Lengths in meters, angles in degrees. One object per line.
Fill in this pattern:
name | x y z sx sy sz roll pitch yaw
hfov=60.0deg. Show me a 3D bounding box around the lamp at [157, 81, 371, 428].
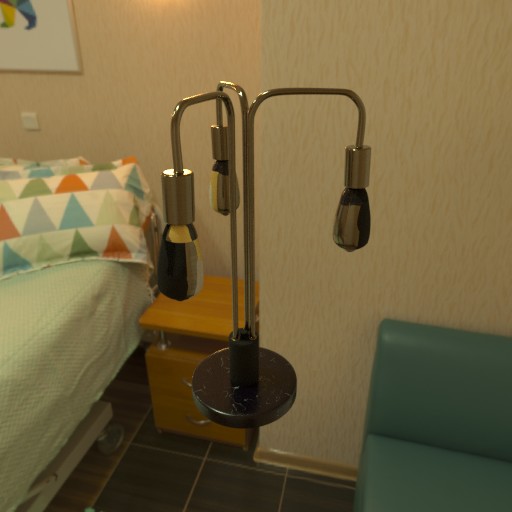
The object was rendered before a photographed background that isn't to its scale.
lamp | 0.000 0.000 0.781 0.355 0.560 0.368 -7 26 -14
